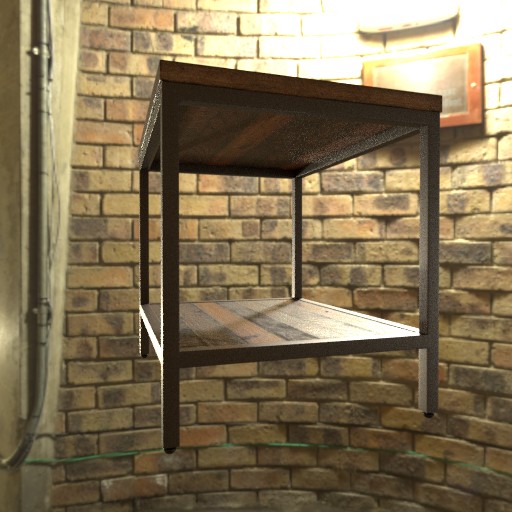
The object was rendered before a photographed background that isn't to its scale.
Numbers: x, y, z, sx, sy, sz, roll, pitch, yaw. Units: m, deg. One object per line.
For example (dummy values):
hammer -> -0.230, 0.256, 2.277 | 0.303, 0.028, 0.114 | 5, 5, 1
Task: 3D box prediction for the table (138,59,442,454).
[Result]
table -> 0.000, 0.000, 1.083 | 0.524, 0.612, 0.678 | 0, 1, -18
